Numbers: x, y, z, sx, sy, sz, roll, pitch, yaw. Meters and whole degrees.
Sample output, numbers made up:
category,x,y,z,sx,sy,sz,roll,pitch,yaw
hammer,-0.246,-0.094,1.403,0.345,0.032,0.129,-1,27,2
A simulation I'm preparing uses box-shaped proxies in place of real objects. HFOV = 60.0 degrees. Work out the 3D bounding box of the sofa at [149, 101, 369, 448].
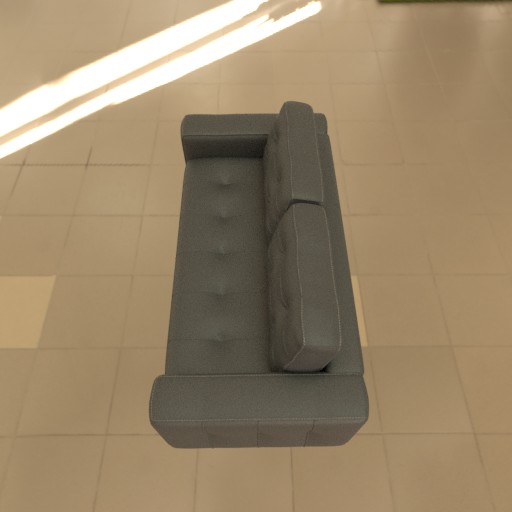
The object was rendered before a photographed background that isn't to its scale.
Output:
category,x,y,z,sx,sy,sz,roll,pitch,yaw
sofa,0.000,0.000,2.232,0.833,0.893,1.726,-1,57,0
